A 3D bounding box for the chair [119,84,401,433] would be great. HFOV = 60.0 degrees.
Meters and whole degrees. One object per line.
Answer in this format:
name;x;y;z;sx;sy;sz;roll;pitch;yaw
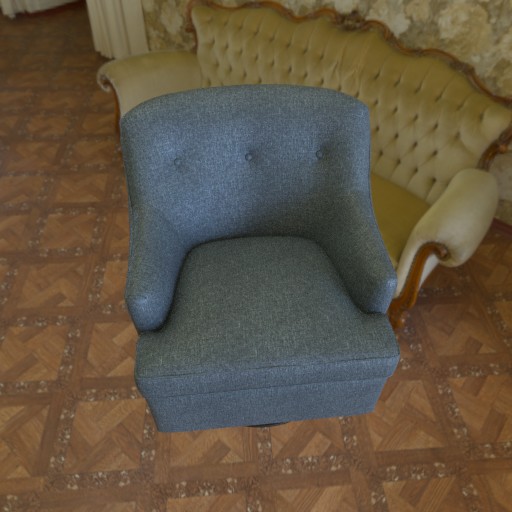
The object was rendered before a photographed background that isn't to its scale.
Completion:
chair;0.000;0.000;1.557;0.864;0.856;0.923;-4;45;-4
